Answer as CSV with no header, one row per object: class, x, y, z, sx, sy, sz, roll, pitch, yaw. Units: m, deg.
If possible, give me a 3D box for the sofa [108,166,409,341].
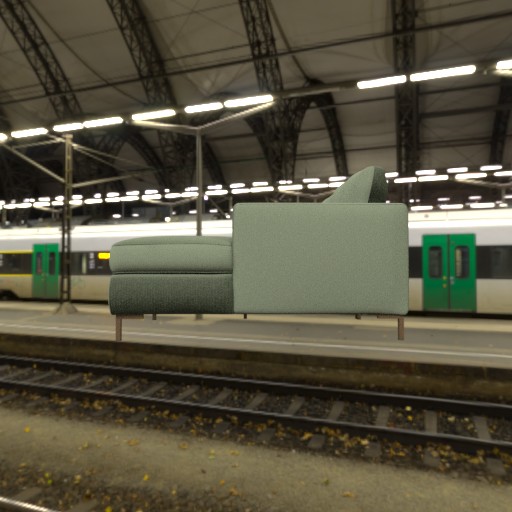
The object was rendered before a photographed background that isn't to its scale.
sofa,0.000,0.000,3.166,1.255,0.756,2.725,0,-1,0
